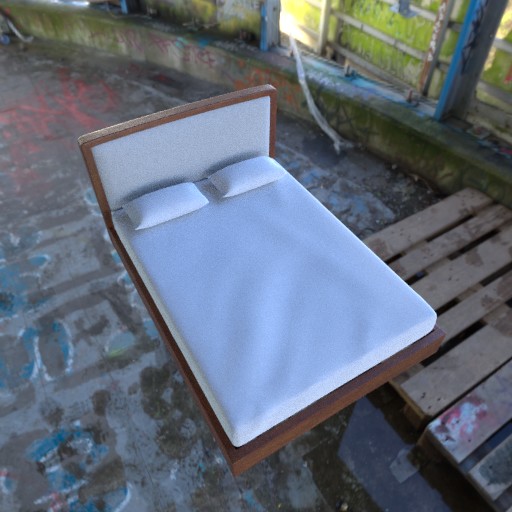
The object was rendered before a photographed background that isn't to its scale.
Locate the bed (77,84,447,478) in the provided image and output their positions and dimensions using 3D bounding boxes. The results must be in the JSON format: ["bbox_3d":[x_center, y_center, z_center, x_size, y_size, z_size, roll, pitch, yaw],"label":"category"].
[{"bbox_3d":[0.000,0.000,3.138,1.587,1.275,2.196,-23,51,-20],"label":"bed"}]
